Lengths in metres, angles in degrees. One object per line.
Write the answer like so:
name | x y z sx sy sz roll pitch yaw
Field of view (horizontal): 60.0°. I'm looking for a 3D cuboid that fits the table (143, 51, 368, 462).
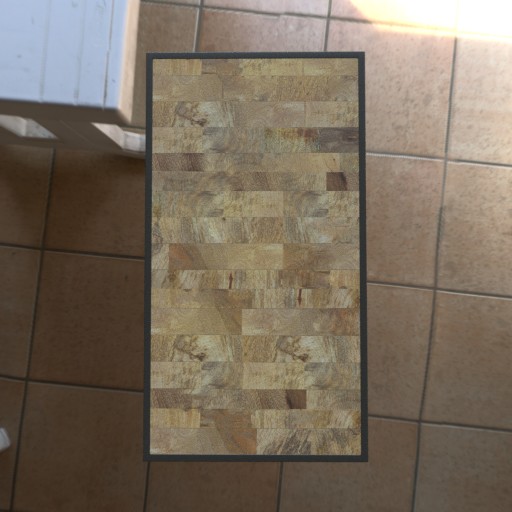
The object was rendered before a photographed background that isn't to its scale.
table | 0.000 0.000 1.492 0.649 0.398 1.199 0 88 0
